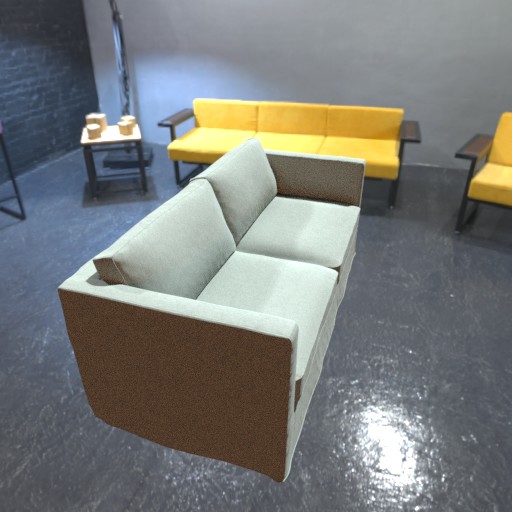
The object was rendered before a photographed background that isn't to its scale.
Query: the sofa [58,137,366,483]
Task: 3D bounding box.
[{"bbox_3d":[0.000,0.000,2.474,0.940,0.870,1.987,10,31,16],"label":"sofa"}]
